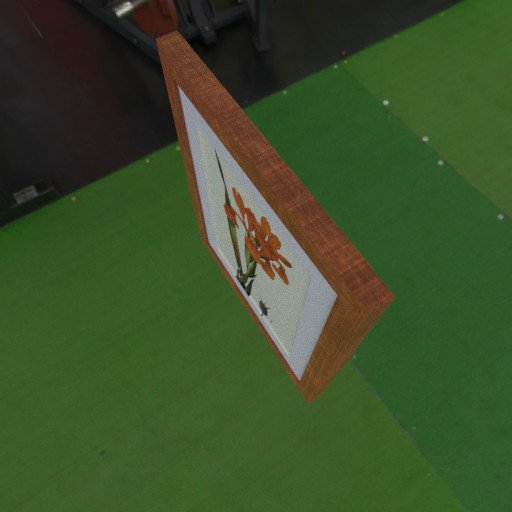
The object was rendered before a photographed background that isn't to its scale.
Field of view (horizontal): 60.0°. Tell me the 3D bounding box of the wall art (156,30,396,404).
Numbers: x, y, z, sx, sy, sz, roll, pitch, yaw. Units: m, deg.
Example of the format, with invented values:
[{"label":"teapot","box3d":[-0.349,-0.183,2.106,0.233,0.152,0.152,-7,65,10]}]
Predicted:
[{"label":"wall art","box3d":[0.000,0.000,0.774,0.033,0.567,0.467,-29,67,-14]}]
